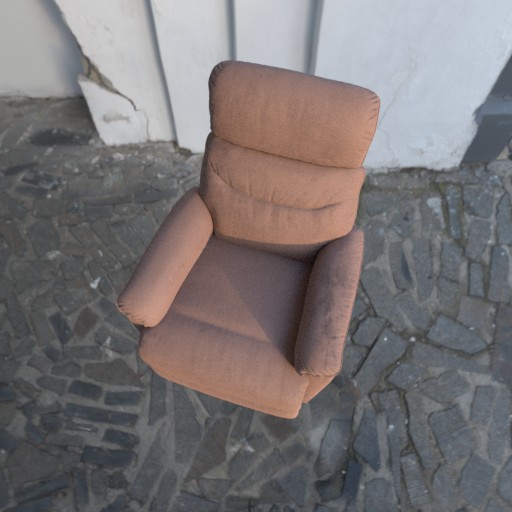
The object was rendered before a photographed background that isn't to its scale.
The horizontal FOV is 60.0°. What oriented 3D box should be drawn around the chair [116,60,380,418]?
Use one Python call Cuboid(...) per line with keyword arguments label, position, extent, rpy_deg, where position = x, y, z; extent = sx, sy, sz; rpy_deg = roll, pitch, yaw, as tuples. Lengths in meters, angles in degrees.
Cuboid(label="chair", position=(0.000, 0.000, 1.745), extent=(0.820, 1.037, 1.004), rpy_deg=(16, 61, 9))
